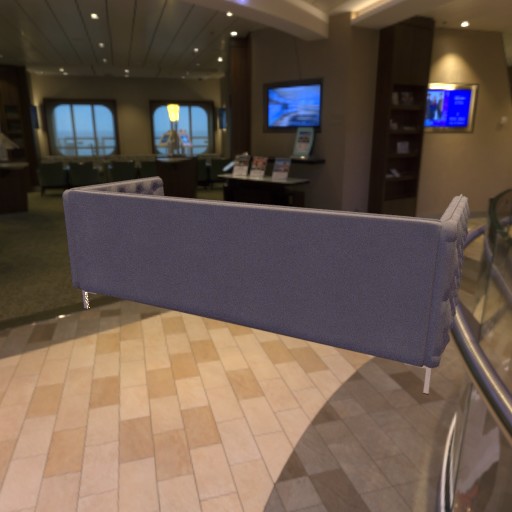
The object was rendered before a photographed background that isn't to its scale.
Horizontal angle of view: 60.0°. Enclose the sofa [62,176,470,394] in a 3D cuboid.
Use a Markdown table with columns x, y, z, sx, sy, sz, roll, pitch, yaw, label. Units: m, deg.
| x | y | z | sx | sy | sz | roll | pitch | yaw | label |
| --- | --- | --- | --- | --- | --- | --- | --- | --- | --- |
| 0.000 | 0.000 | 2.626 | 2.209 | 0.771 | 0.895 | 8 | 18 | 26 | sofa |
